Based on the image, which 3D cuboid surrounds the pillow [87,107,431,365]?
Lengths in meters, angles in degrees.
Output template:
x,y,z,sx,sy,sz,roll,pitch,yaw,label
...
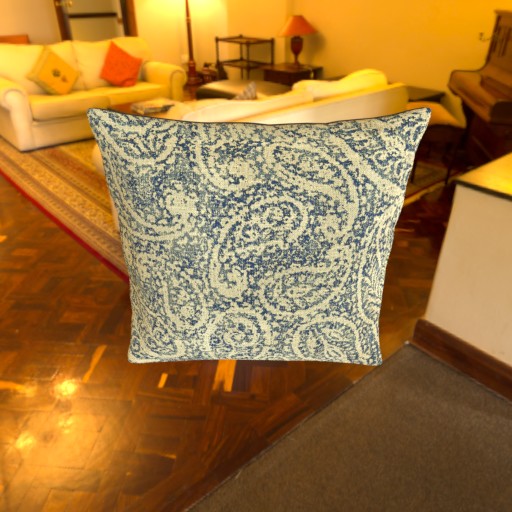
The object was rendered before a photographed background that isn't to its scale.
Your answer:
x,y,z,sx,sy,sz,roll,pitch,yaw,label
0.000,0.000,0.788,0.523,0.510,0.166,0,31,0,pillow
